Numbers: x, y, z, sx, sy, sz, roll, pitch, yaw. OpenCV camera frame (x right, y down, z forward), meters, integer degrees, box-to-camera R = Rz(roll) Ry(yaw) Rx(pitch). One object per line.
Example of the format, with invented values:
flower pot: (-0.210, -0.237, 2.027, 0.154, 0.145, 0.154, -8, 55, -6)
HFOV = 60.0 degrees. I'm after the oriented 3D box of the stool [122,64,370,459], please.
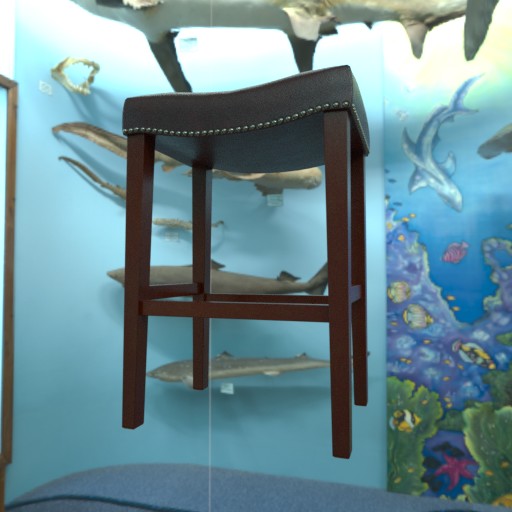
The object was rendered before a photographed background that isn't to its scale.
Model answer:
stool: (0.000, 0.000, 1.049, 0.504, 0.742, 0.372, -1, -2, 19)
